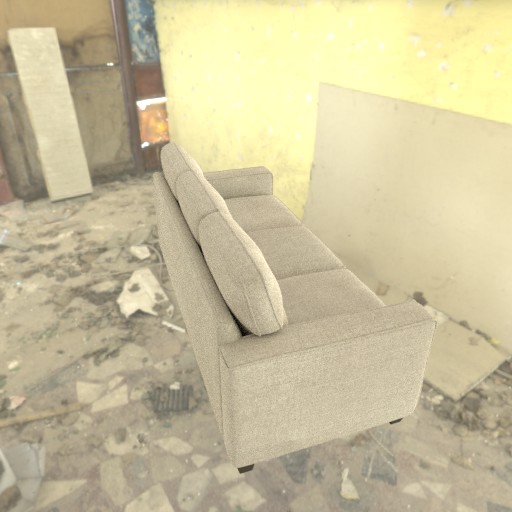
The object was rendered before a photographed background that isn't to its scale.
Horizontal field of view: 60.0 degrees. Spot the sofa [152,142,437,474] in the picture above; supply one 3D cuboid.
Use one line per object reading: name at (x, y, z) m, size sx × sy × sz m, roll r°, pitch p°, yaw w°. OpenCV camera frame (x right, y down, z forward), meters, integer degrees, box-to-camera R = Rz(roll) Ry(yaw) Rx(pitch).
sofa at (0.000, 0.000, 2.668) m, size 0.939 × 0.965 × 2.133 m, roll -10°, pitch 31°, yaw -16°
